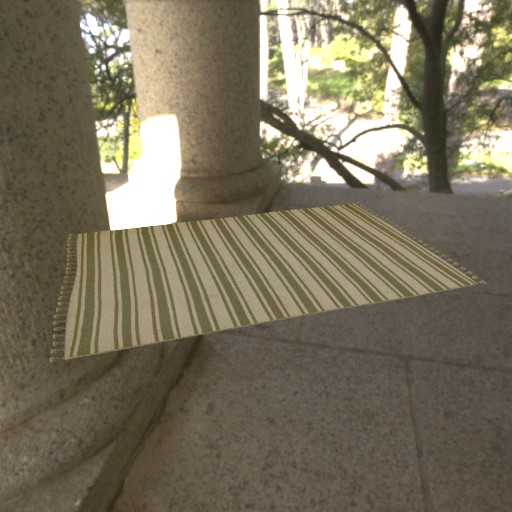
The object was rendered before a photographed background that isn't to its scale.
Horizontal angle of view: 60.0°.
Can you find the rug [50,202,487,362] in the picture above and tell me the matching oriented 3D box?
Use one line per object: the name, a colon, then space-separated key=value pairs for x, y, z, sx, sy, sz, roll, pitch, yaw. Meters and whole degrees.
rug: x=0.000 y=0.000 z=2.271 sx=1.875 sy=0.013 sz=1.162 roll=-8 pitch=27 yaw=-16
